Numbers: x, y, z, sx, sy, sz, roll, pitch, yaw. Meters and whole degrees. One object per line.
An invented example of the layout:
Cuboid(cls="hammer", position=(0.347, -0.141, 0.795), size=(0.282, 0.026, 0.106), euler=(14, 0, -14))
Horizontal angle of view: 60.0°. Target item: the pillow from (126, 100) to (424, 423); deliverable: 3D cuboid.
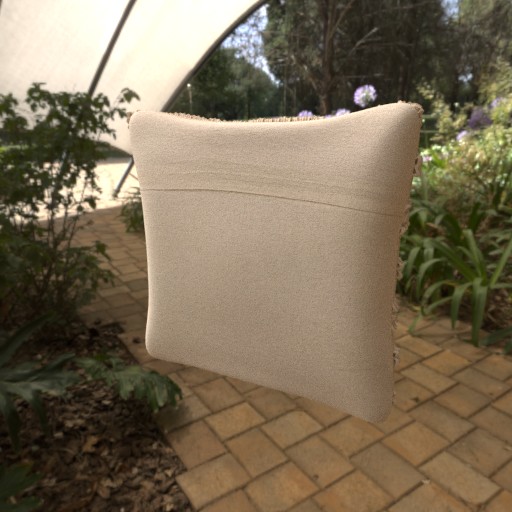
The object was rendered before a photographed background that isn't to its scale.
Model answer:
Cuboid(cls="pillow", position=(0.000, 0.000, 0.655), size=(0.437, 0.427, 0.145), euler=(8, 18, 26))
